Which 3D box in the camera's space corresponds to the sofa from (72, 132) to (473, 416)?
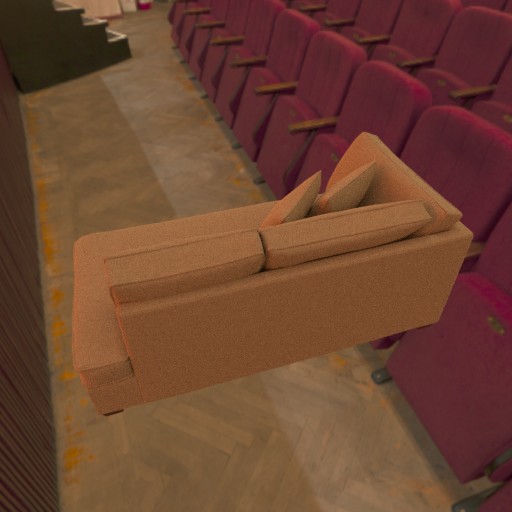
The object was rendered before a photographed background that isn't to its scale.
[{"bbox_3d":[0.000,0.000,2.805,2.237,1.033,1.110,-12,43,-13],"label":"sofa"}]
